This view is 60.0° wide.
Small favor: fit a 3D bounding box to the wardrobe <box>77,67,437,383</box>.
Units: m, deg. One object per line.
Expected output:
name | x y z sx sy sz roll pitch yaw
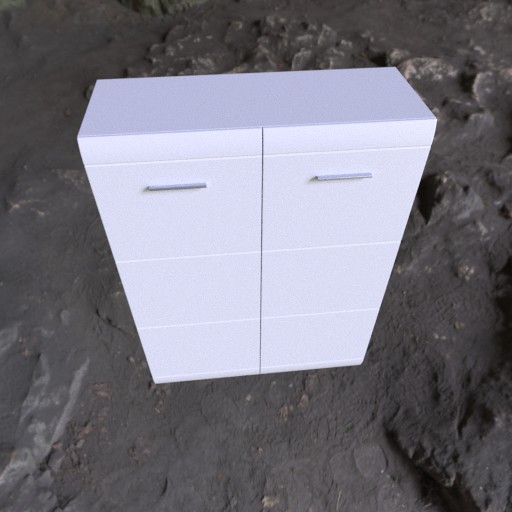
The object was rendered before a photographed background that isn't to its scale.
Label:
wardrobe | 0.000 0.000 1.631 0.900 1.200 0.360 -4 45 -4
